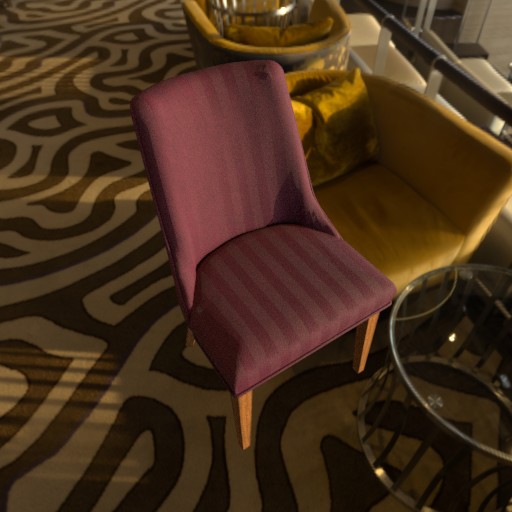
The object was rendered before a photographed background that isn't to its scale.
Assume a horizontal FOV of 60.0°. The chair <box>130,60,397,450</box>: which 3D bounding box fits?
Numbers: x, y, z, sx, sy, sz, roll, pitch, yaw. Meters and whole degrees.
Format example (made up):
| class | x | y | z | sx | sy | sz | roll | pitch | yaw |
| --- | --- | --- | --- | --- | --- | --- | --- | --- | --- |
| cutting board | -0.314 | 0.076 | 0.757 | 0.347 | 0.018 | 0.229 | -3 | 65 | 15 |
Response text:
| class | x | y | z | sx | sy | sz | roll | pitch | yaw |
| --- | --- | --- | --- | --- | --- | --- | --- | --- | --- |
| chair | 0.000 | 0.000 | 1.317 | 0.548 | 0.916 | 0.638 | -25 | 51 | -22 |
